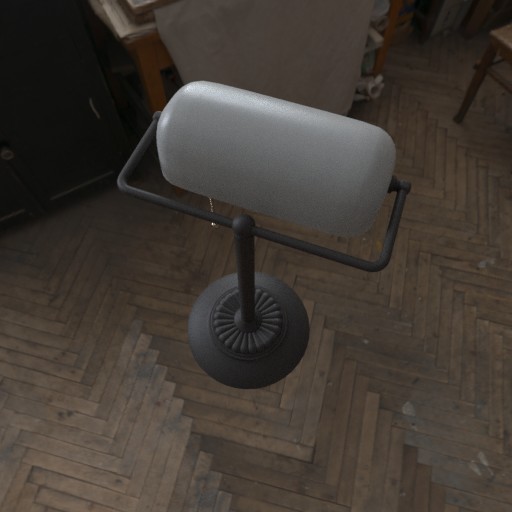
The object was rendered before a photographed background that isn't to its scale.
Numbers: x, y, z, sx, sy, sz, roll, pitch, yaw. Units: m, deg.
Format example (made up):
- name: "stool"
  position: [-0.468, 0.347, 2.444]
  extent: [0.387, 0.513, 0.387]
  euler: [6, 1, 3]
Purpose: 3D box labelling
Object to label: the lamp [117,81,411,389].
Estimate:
- name: "lamp"
  position: [0.000, 0.000, 0.514]
  extent: [0.264, 0.339, 0.243]
  euler: [18, 64, 9]
